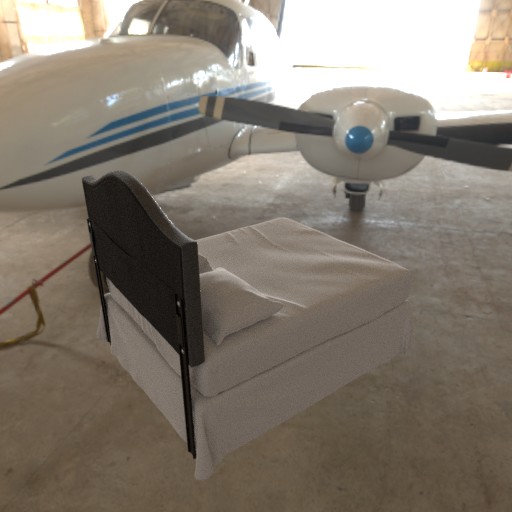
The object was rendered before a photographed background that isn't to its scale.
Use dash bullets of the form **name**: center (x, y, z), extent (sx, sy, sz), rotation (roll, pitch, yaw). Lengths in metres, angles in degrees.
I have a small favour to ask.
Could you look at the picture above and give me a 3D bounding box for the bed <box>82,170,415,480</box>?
- **bed**: center (0.000, 0.000, 3.531), extent (2.221, 1.645, 1.876), rotation (-17, 30, -33)
